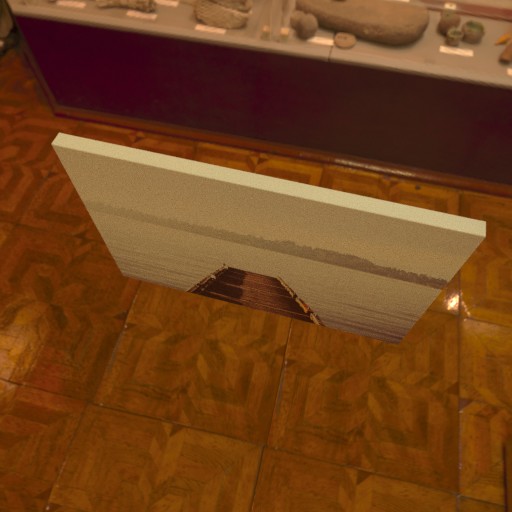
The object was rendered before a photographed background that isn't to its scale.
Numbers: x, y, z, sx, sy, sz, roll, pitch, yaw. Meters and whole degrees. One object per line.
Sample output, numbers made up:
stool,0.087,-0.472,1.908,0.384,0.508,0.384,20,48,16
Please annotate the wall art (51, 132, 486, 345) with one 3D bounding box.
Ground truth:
wall art,0.000,0.000,1.173,0.916,0.609,0.037,13,60,8
